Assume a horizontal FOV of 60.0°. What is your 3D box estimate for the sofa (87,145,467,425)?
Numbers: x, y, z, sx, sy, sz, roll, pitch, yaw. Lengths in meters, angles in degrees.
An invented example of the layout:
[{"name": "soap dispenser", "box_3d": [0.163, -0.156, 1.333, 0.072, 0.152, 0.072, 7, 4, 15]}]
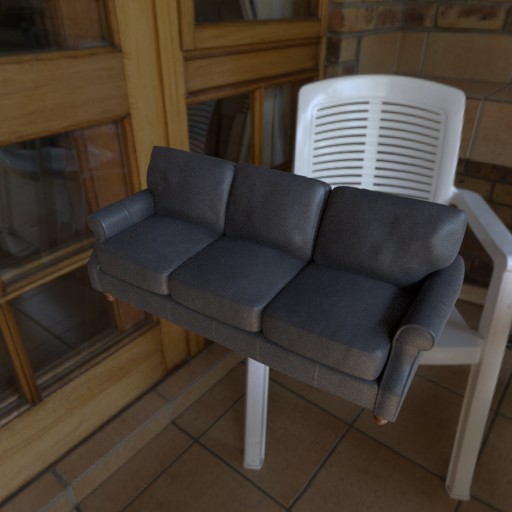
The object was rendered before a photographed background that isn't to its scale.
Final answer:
[{"name": "sofa", "box_3d": [0.000, 0.000, 2.841, 2.387, 0.977, 0.974, 18, 35, 28]}]
